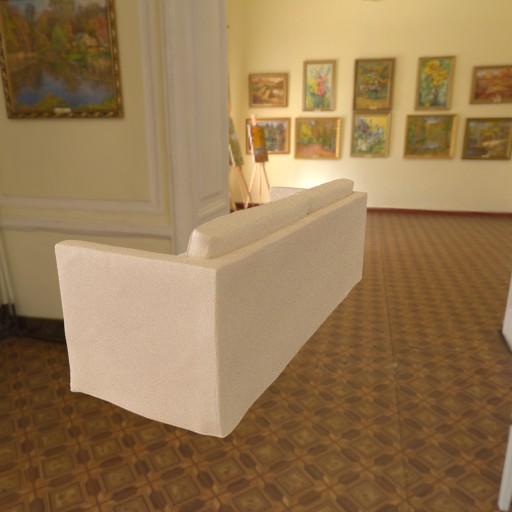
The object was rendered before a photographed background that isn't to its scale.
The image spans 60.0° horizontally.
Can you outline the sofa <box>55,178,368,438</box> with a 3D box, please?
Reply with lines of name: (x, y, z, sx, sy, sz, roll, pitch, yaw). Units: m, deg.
sofa: (0.000, 0.000, 3.344, 1.036, 0.999, 2.779, 8, 18, 26)
